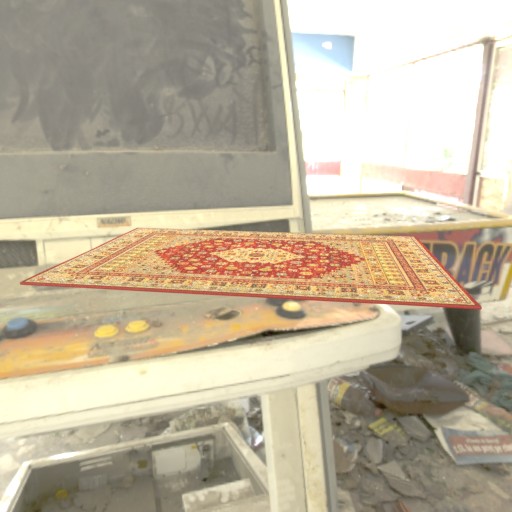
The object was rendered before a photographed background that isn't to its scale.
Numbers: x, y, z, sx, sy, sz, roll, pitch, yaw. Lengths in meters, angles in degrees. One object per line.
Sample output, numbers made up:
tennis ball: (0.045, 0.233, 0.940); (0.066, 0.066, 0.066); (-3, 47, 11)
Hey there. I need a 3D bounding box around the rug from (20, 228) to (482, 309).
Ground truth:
rug: (0.000, 0.000, 2.270); (1.802, 0.013, 1.194); (2, 15, 9)
